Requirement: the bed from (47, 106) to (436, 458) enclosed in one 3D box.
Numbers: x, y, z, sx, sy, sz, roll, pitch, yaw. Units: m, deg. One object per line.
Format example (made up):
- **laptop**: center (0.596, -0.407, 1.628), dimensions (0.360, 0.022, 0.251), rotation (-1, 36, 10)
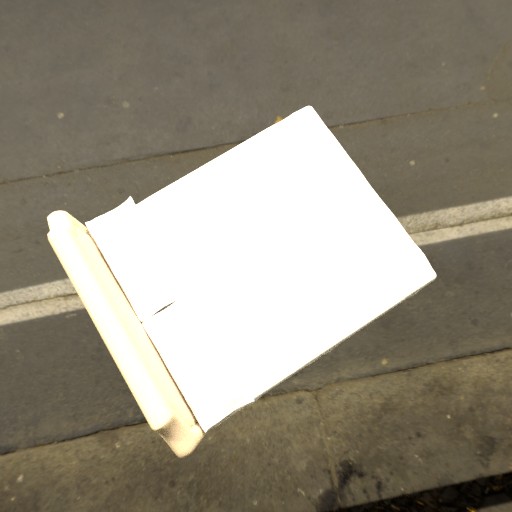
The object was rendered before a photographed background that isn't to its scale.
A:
- **bed**: center (0.000, 0.000, 3.851), dimensions (2.548, 1.524, 2.134), rotation (-32, 79, -7)
